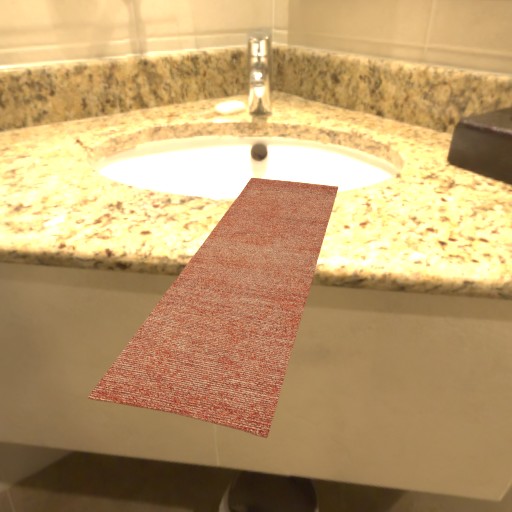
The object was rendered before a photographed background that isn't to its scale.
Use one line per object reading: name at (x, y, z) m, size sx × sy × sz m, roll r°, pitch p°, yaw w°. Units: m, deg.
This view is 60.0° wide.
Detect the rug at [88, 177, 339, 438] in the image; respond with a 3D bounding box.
rug at (0.000, 0.000, 2.601) m, size 0.718 × 0.013 × 2.353 m, roll 8°, pitch 33°, yaw 13°
